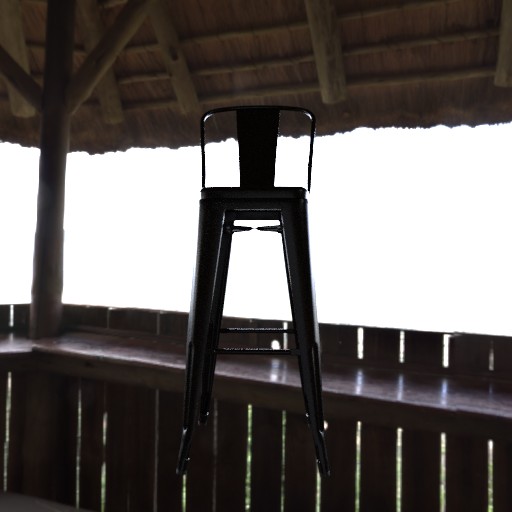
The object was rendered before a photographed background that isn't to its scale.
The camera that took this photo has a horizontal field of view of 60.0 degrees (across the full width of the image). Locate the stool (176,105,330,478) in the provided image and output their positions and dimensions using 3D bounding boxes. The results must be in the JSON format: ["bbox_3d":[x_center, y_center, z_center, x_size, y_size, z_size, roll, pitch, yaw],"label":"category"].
[{"bbox_3d":[0.000,0.000,1.348,0.399,1.096,0.513,0,-1,2],"label":"stool"}]
